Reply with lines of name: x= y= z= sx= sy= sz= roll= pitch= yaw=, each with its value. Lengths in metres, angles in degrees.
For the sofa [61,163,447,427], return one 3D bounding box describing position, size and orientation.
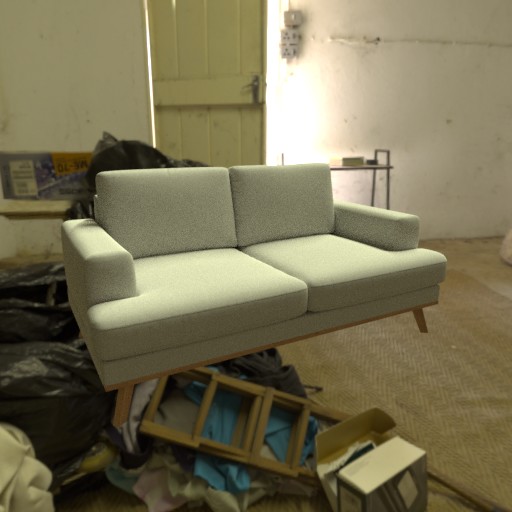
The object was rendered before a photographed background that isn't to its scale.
sofa: x=0.000 y=0.000 z=2.119 sx=1.651 sy=0.810 sz=0.915 roll=-8 pitch=17 yaw=-28
